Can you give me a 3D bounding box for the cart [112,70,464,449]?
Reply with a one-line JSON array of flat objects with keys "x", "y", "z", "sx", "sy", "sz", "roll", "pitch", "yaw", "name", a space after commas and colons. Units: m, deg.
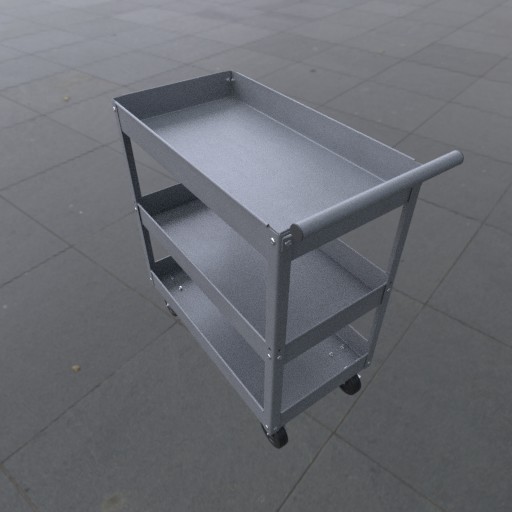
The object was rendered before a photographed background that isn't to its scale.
[{"x": 0.000, "y": 0.000, "z": 1.151, "sx": 0.366, "sy": 0.780, "sz": 0.719, "roll": -25, "pitch": 47, "yaw": -26, "name": "cart"}]
